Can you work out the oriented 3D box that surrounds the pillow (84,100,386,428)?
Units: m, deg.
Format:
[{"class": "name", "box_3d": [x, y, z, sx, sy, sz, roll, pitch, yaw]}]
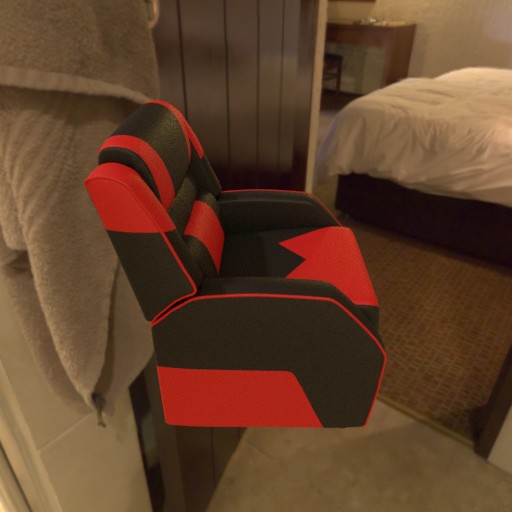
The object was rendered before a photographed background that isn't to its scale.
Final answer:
[{"class": "pillow", "box_3d": [0.000, 0.000, 1.300, 0.672, 0.805, 0.620, 1, 32, 1]}]
